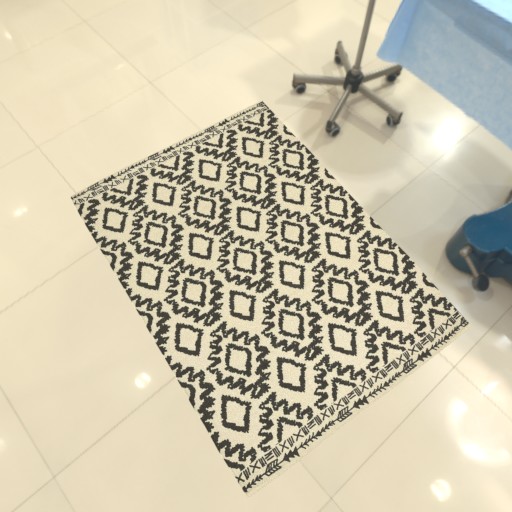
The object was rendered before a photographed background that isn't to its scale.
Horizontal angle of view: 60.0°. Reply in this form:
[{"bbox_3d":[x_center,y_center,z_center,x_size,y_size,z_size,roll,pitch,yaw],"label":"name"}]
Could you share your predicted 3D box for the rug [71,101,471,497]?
[{"bbox_3d":[0.000,0.000,4.300,2.444,0.036,3.369,-31,67,-15],"label":"rug"}]
